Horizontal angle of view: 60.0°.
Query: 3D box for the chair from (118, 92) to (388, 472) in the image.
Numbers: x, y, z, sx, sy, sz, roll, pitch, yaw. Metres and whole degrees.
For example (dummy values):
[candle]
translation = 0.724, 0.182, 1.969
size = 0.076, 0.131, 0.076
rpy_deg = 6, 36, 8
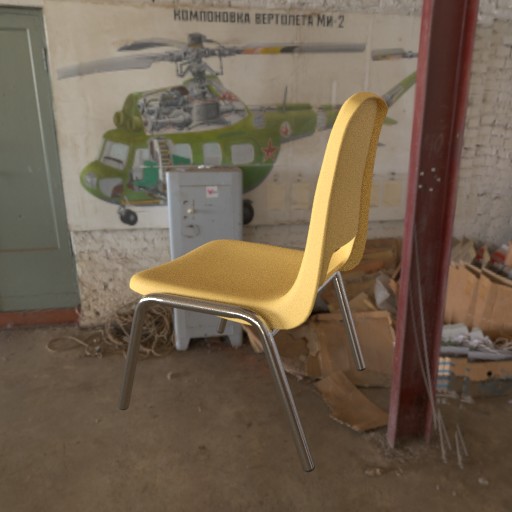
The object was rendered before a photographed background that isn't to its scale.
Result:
[chair]
translation = 0.000, 0.000, 0.787
size = 0.385, 0.536, 0.354
rpy_deg = 8, 19, 26
